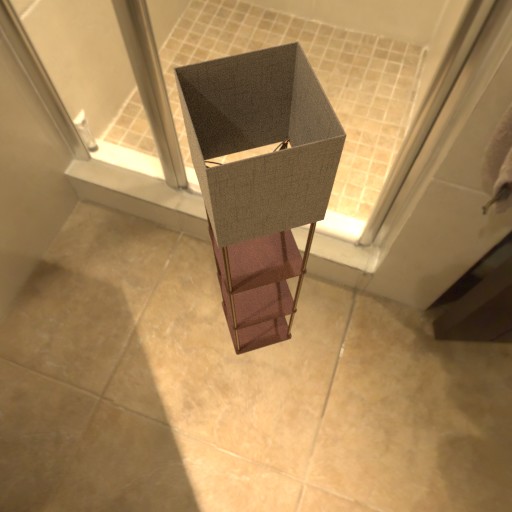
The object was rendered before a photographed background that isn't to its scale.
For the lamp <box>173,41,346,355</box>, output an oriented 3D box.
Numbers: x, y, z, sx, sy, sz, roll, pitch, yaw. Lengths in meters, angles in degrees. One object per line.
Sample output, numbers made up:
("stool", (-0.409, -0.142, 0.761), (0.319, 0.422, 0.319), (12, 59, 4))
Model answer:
("lamp", (0.000, 0.000, 1.691), (0.310, 1.569, 0.308), (-15, 65, -7))
